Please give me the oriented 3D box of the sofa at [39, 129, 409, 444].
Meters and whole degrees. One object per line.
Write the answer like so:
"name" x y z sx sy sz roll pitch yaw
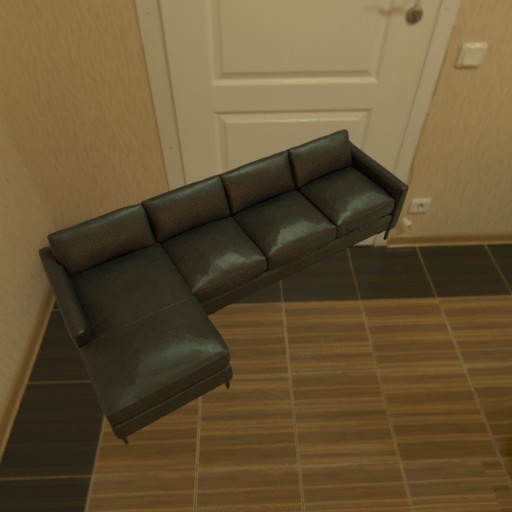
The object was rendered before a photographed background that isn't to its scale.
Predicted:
"sofa" 0.000 0.000 3.610 2.993 0.859 1.471 -24 52 -21
